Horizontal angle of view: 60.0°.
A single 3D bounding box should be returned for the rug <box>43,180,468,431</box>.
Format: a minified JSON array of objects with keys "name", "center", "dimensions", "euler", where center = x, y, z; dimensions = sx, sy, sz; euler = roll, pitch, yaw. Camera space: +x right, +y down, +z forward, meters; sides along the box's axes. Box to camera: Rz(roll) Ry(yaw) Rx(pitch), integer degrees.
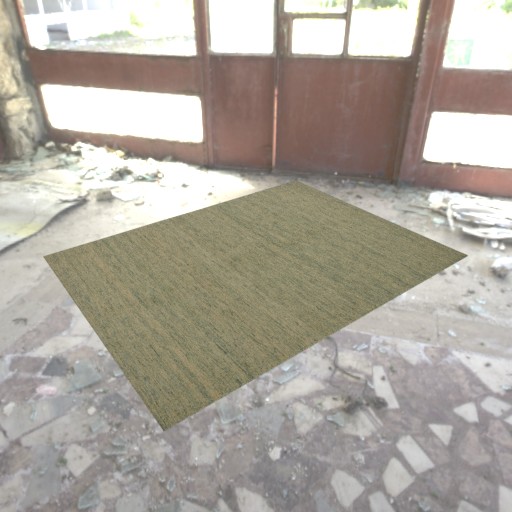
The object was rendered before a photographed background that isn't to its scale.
[{"name":"rug","center":[0.000,0.000,4.195],"dimensions":[3.201,0.014,2.437],"euler":[-22,37,-31]}]
